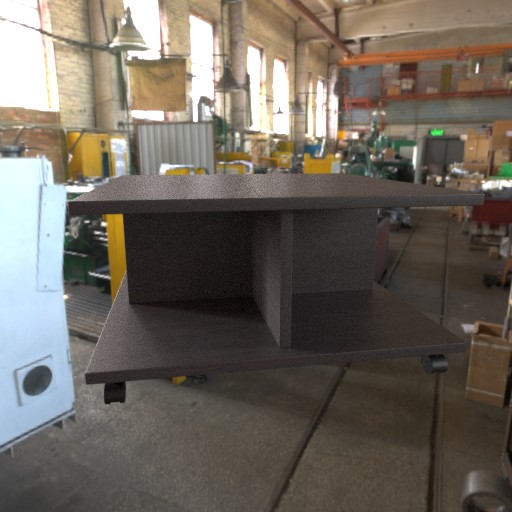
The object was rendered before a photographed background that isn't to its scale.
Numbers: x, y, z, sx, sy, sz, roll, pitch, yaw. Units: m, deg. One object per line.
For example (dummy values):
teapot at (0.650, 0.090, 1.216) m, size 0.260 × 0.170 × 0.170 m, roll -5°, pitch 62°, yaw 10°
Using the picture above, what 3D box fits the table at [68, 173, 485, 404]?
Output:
table at (0.000, 0.000, 1.200) m, size 0.762 × 0.396 × 0.762 m, roll -2°, pitch 14°, yaw -10°
